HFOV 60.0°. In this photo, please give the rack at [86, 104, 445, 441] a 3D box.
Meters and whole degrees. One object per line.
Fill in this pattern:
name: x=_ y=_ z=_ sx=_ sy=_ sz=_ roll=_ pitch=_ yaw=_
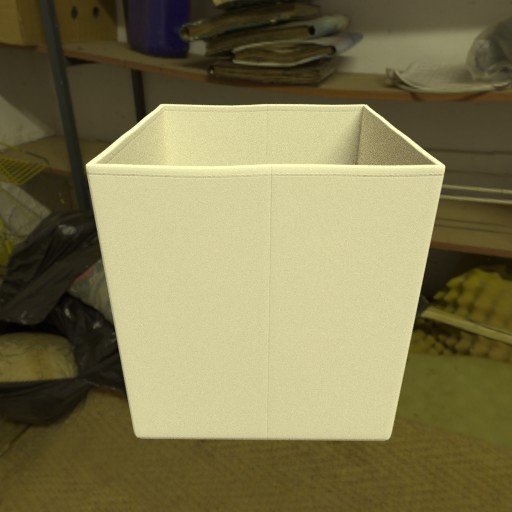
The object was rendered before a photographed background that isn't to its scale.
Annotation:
rack: x=0.000 y=0.000 z=0.489 sx=0.270 sy=0.280 sz=0.270 roll=0 pitch=28 yaw=1
